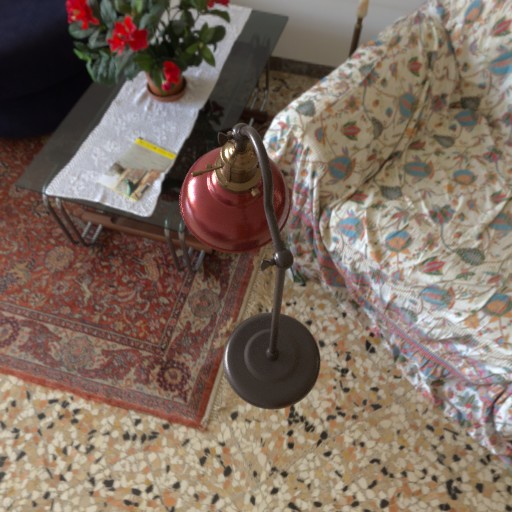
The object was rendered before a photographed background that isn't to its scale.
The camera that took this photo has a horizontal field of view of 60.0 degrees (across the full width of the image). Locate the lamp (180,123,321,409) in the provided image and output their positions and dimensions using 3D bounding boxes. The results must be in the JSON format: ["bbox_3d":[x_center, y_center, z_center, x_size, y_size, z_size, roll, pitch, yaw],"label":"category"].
[{"bbox_3d":[0.000,0.000,0.699,0.192,0.508,0.374,-17,61,-10],"label":"lamp"}]
